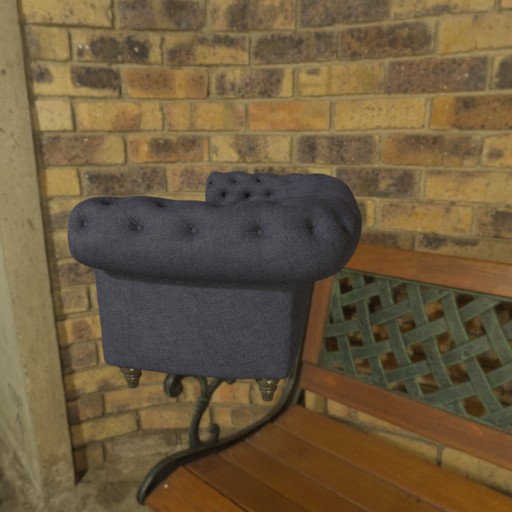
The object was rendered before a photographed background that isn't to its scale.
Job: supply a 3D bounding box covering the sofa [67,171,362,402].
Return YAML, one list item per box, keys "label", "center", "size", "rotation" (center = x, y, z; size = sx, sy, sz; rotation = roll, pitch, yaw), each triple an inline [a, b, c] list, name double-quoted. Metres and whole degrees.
- label: "sofa"
  center: [0.000, 0.000, 2.459]
  size: [1.082, 0.833, 1.988]
  rotation: [2, 14, 9]
